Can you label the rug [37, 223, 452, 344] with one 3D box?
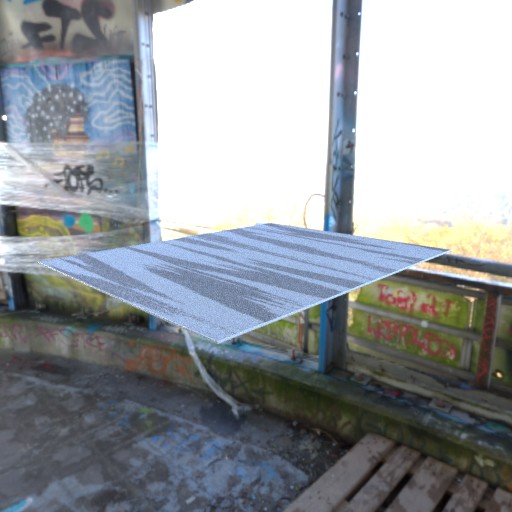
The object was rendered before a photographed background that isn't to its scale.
[{"bbox_3d":[0.000,0.000,3.992,2.353,0.014,2.945,13,18,43],"label":"rug"}]
